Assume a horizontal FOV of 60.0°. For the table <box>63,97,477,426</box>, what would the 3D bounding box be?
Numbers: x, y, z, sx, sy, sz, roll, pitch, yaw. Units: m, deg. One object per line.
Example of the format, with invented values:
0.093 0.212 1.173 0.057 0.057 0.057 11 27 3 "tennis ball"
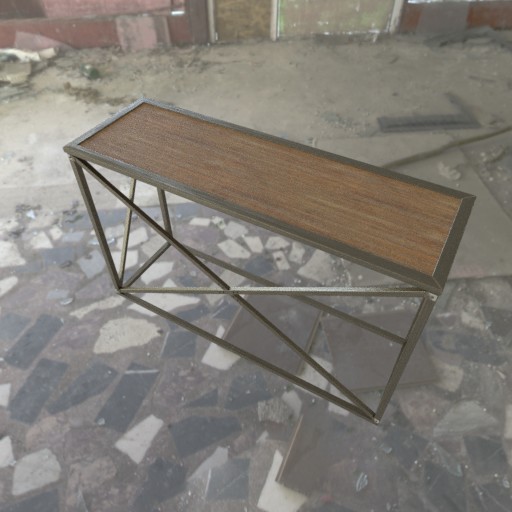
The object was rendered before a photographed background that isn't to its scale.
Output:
0.000 0.000 1.617 1.216 0.753 0.402 22 50 20 "table"
